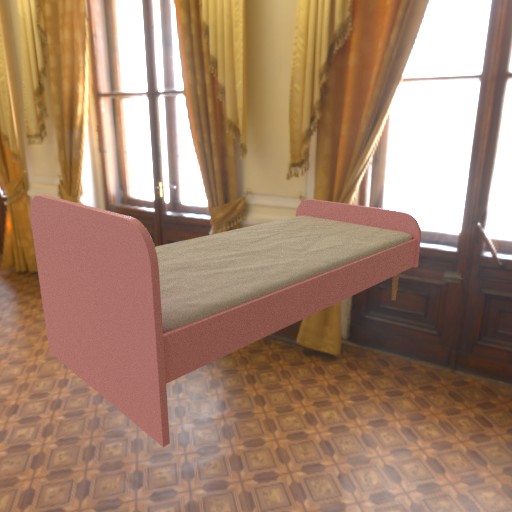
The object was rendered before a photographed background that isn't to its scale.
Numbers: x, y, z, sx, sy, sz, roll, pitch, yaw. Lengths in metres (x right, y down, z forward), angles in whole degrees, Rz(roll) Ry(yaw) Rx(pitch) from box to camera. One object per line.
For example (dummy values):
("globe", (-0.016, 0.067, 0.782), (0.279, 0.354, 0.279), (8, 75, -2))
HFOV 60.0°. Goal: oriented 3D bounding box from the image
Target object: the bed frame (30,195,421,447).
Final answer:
("bed frame", (0.000, 0.000, 2.466), (0.998, 0.805, 1.963), (15, 22, 42))
